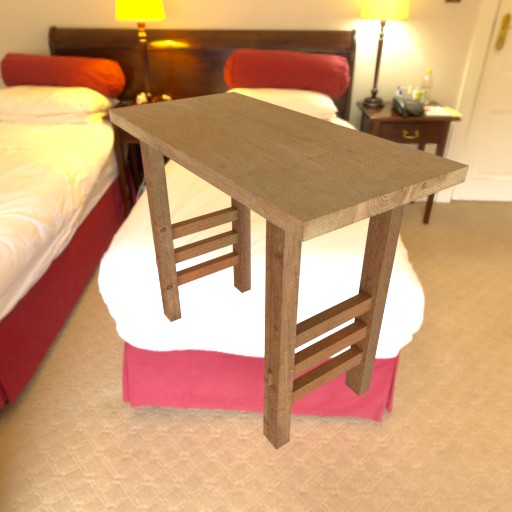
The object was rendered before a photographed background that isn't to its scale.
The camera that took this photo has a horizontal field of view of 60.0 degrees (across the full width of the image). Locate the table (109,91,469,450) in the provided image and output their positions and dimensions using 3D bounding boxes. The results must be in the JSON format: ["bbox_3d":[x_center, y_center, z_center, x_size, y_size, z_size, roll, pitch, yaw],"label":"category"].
[{"bbox_3d":[0.000,0.000,1.633,0.556,0.914,1.119,-20,37,-29],"label":"table"}]
